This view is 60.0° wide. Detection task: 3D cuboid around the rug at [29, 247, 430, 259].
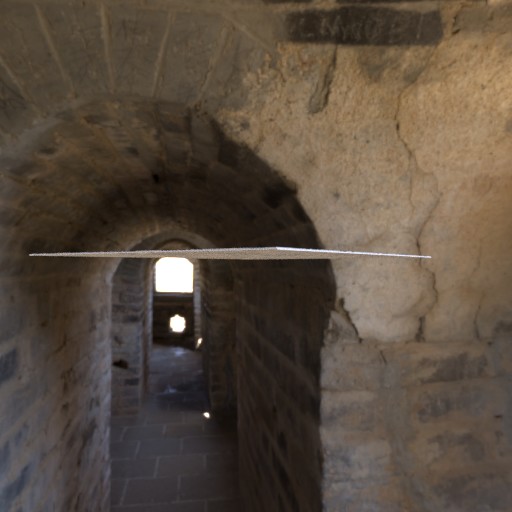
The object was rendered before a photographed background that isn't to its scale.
[{"bbox_3d":[0.000,0.000,4.157,2.423,0.014,3.040,-1,-1,35],"label":"rug"}]
